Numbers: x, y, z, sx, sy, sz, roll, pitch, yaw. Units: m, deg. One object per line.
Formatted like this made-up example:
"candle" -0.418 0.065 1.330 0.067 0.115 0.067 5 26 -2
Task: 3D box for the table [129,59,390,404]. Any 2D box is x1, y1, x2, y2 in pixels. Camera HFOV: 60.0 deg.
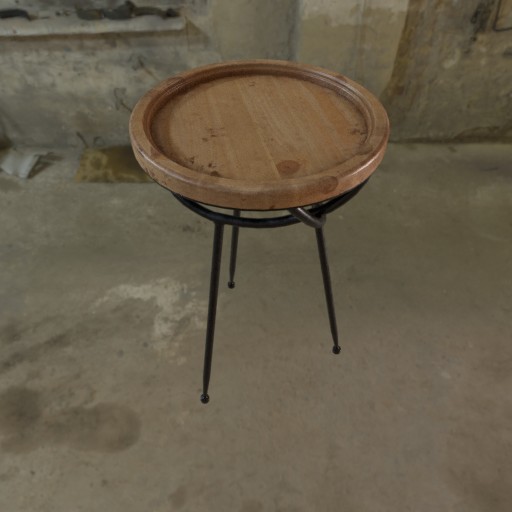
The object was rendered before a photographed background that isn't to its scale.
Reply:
"table" 0.000 0.000 0.945 0.418 0.664 0.414 -30 53 -26
